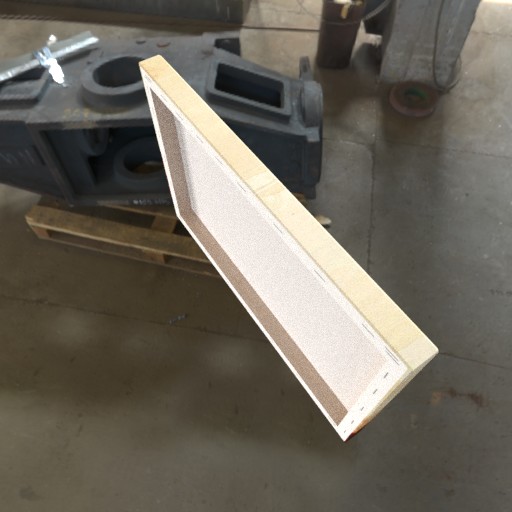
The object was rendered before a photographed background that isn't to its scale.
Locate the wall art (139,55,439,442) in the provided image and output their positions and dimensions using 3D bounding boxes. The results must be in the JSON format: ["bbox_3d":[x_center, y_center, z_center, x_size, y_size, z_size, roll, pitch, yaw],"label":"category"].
[{"bbox_3d":[0.000,0.000,0.754,0.040,0.402,0.613,-30,62,-18],"label":"wall art"}]
